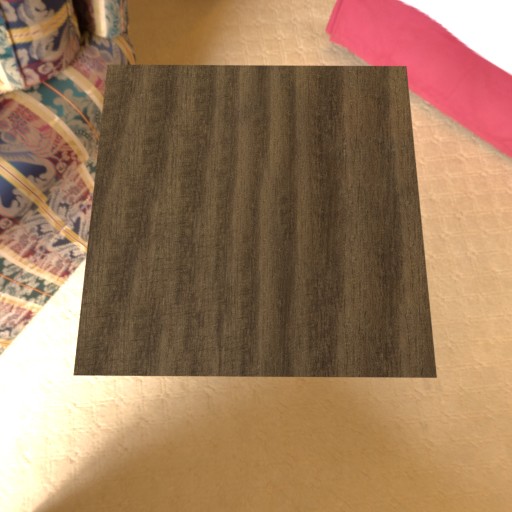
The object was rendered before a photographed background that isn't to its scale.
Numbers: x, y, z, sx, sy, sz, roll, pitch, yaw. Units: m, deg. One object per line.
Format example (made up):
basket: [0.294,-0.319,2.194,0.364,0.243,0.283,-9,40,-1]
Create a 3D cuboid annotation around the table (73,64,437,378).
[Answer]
table: [0.000,0.000,0.964,0.504,0.587,0.506,0,75,0]
